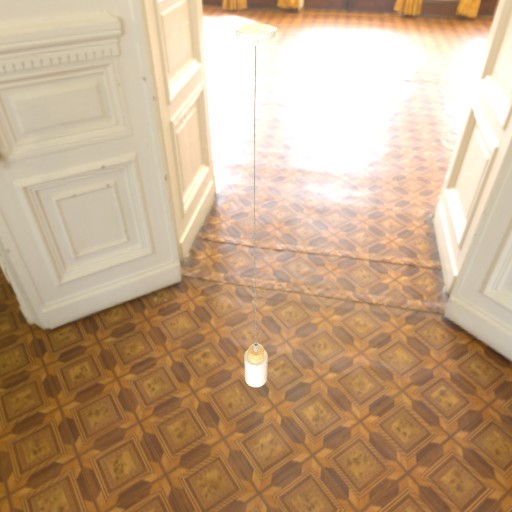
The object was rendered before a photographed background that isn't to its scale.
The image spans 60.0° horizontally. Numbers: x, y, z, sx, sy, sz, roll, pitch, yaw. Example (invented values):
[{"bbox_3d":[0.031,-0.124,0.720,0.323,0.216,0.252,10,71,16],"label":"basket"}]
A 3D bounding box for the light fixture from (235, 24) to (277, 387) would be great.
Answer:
[{"bbox_3d":[0.000,0.000,1.918,0.125,1.798,0.125,-24,46,-26],"label":"light fixture"}]
